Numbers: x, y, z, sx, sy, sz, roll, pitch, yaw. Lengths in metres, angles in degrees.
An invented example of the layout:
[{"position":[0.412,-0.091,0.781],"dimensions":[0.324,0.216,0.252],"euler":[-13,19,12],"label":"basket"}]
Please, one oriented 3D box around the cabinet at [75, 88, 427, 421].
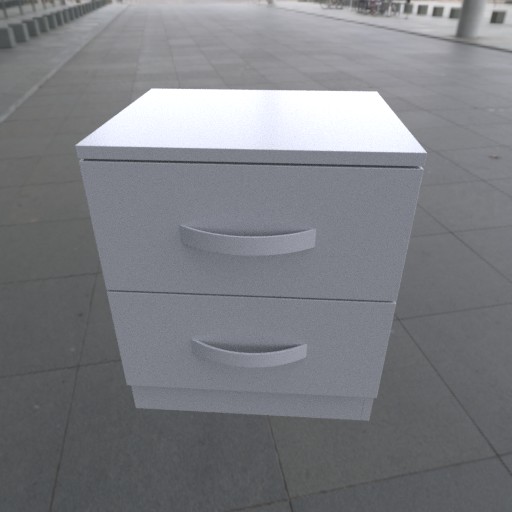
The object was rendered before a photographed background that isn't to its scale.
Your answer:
[{"position":[0.000,0.000,0.755],"dimensions":[0.400,0.470,0.360],"euler":[2,31,3],"label":"cabinet"}]
